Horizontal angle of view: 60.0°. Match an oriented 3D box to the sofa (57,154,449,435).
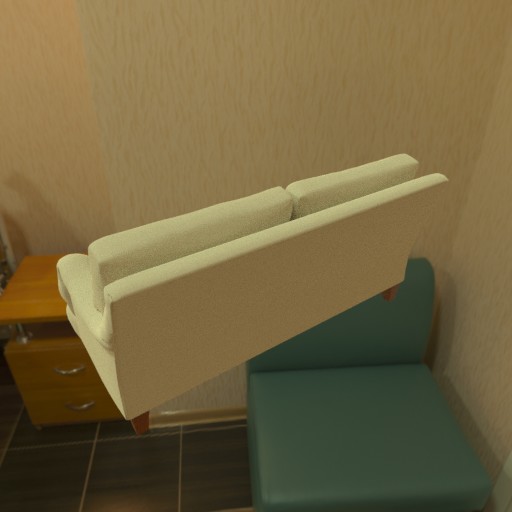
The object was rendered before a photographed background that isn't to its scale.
[{"bbox_3d":[0.000,0.000,2.728,2.159,1.087,1.086,-20,36,-30],"label":"sofa"}]
